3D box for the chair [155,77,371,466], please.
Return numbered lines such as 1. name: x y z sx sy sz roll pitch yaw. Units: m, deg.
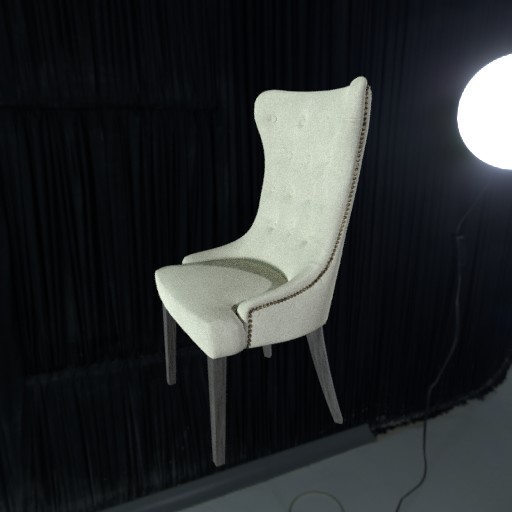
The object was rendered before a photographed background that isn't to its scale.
1. chair: 0.000 0.000 1.449 0.590 1.065 0.584 -8 18 -26
